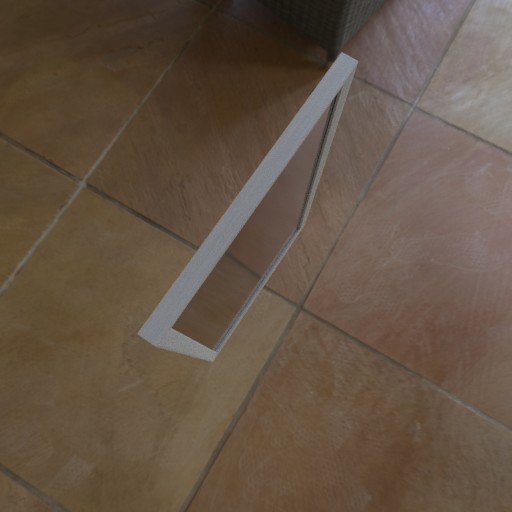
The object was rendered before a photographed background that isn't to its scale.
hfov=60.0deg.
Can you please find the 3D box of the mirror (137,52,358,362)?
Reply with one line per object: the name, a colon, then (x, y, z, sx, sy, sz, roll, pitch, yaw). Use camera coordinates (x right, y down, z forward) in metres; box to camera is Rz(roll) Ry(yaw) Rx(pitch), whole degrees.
mirror: (0.000, 0.000, 1.181, 0.040, 0.915, 0.609, 33, 78, 8)
